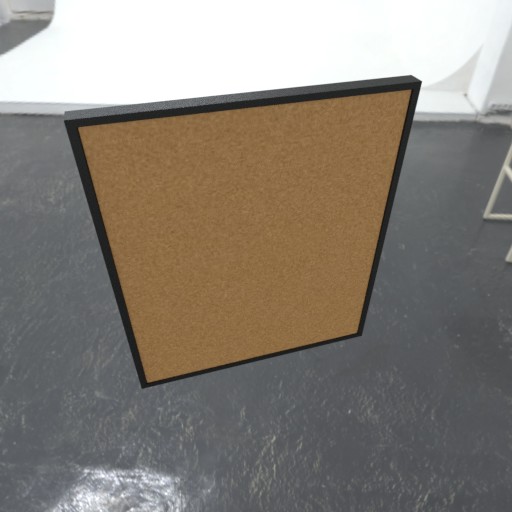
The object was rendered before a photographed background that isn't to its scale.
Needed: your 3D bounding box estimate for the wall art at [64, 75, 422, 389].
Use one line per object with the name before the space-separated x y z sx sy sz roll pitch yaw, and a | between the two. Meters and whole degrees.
wall art | 0.000 0.000 0.524 0.330 0.381 0.019 -11 41 -12
